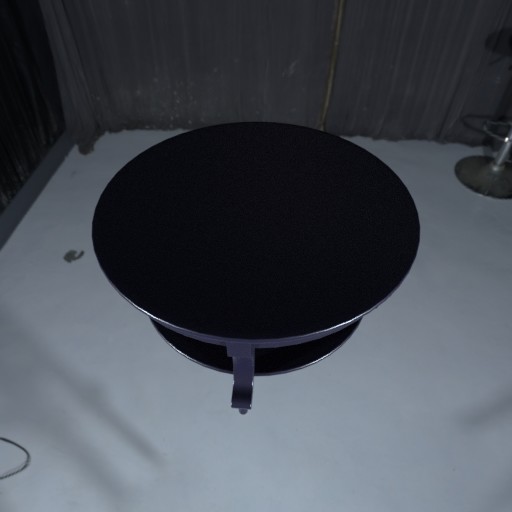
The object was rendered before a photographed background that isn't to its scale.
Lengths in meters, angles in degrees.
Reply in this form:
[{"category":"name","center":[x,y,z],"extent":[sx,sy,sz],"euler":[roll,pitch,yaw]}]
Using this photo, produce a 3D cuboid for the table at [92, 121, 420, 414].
[{"category":"table","center":[0.000,0.000,1.600],"extent":[1.029,0.491,1.029],"euler":[0,47,0]}]
